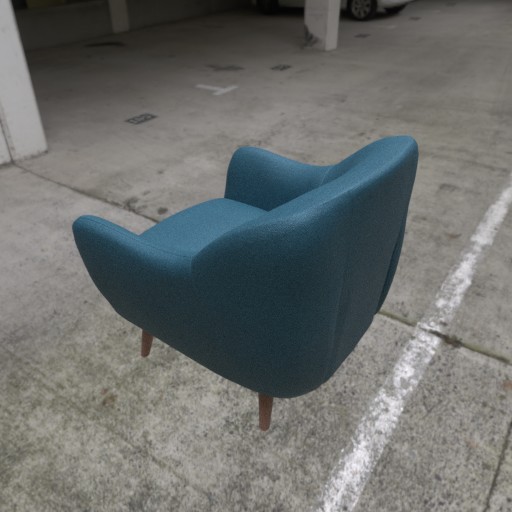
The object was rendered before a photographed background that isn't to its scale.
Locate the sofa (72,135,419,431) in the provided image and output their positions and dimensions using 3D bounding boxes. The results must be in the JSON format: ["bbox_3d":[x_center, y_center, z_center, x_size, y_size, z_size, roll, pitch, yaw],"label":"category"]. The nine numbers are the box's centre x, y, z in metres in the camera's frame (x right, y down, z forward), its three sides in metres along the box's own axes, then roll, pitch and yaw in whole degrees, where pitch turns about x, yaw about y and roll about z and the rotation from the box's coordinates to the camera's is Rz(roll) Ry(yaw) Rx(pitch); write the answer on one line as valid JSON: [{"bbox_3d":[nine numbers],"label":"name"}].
[{"bbox_3d":[0.000,0.000,1.470,0.825,0.817,0.836,21,38,30],"label":"sofa"}]
